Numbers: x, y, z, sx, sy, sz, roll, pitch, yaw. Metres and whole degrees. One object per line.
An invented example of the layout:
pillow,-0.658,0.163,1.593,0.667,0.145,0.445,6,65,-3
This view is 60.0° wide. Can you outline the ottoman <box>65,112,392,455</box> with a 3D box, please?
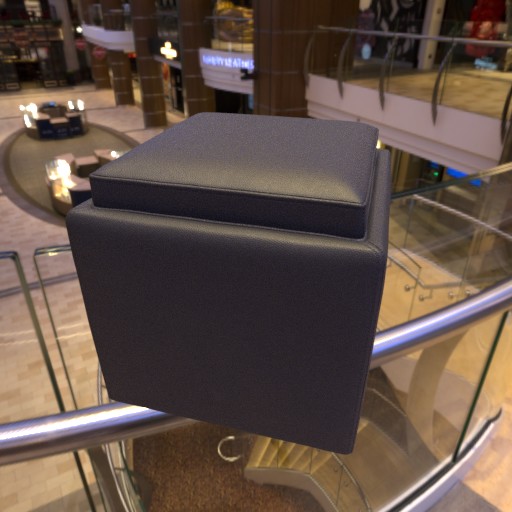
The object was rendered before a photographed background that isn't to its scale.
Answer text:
ottoman,0.000,0.000,0.824,0.450,0.460,0.451,8,31,13
